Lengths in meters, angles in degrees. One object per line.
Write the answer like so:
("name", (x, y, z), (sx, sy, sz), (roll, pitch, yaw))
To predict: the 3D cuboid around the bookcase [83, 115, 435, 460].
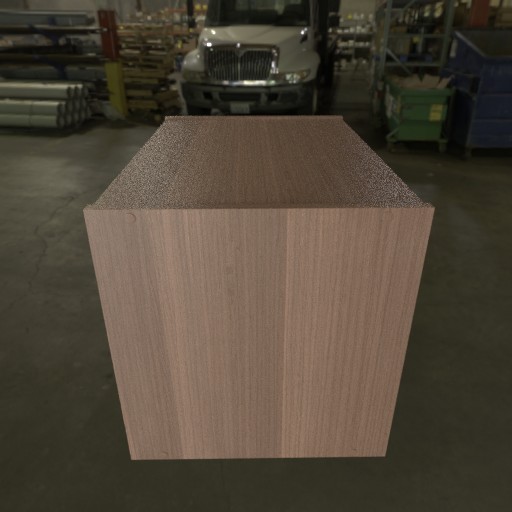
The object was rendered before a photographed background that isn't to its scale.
("bookcase", (0.000, 0.000, 0.619), (0.290, 0.305, 0.415), (0, 28, -1))
